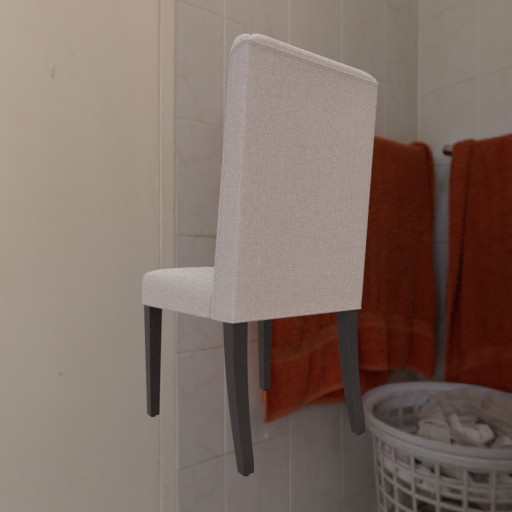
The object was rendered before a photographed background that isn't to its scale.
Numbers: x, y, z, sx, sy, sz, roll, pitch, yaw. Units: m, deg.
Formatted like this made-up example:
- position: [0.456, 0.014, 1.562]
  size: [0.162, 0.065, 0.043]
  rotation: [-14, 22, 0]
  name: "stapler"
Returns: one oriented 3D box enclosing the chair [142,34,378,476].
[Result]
- position: [0.000, 0.000, 1.258]
  size: [0.474, 0.961, 0.523]
  rotation: [0, 1, -36]
  name: "chair"
